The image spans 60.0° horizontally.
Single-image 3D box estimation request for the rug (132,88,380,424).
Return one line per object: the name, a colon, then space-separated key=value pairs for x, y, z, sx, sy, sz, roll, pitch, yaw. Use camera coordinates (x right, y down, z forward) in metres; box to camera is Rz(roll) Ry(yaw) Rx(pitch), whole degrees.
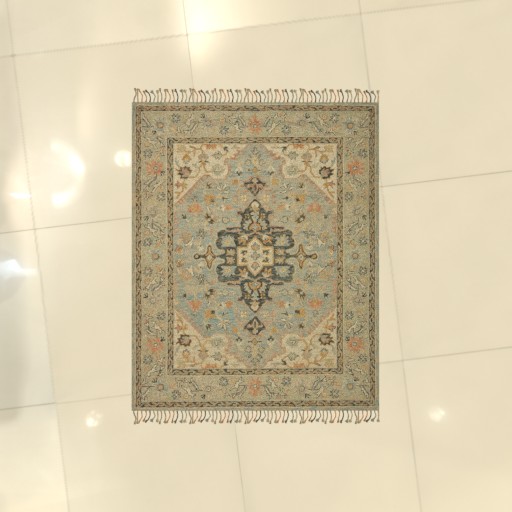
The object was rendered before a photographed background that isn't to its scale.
rug: x=0.000 y=0.000 z=2.283 sx=1.278 sy=0.009 sz=1.730 roll=0 pitch=90 yaw=0
